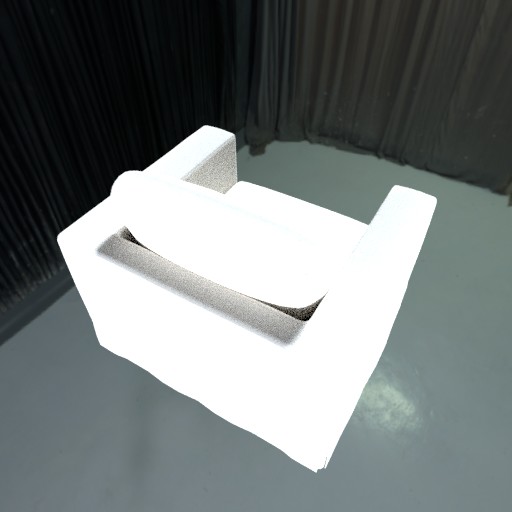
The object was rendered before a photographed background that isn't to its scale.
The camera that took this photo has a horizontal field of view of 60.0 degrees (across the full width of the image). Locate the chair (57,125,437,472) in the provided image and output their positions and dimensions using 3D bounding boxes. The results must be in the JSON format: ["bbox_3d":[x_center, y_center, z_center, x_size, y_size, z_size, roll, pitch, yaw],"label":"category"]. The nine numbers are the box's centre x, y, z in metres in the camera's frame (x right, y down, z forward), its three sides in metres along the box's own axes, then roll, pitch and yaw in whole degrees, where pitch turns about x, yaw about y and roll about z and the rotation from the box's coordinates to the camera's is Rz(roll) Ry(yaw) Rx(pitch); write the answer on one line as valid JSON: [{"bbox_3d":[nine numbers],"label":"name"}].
[{"bbox_3d":[0.000,0.000,1.798,1.150,0.878,0.957,23,50,21],"label":"chair"}]
